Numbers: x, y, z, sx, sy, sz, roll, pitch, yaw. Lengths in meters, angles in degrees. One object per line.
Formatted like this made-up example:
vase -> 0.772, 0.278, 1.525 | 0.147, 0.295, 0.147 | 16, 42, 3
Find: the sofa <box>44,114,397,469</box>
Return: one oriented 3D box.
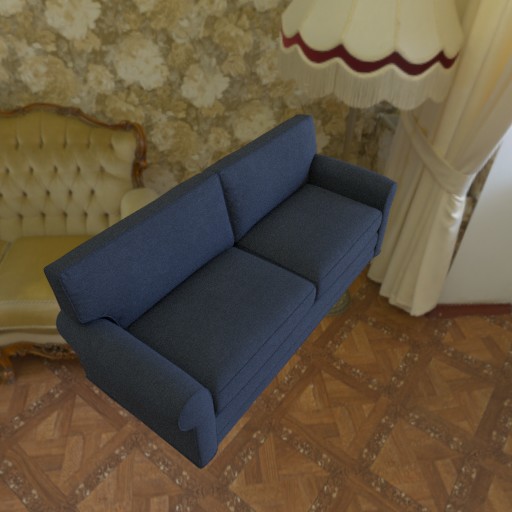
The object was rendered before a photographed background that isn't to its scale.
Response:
sofa -> 0.000, 0.000, 2.843 | 0.954, 1.026, 2.391 | 25, 46, 27
